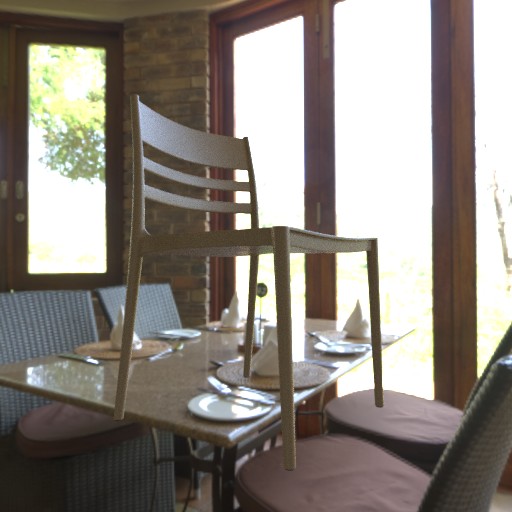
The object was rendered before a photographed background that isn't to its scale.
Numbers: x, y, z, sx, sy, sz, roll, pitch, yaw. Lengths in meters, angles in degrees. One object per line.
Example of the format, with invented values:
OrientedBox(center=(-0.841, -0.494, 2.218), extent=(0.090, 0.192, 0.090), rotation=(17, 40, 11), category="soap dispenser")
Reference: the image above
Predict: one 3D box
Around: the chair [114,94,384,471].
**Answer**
OrientedBox(center=(0.000, 0.000, 1.154), extent=(0.511, 0.800, 0.531), rotation=(-1, -1, 37), category="chair")
